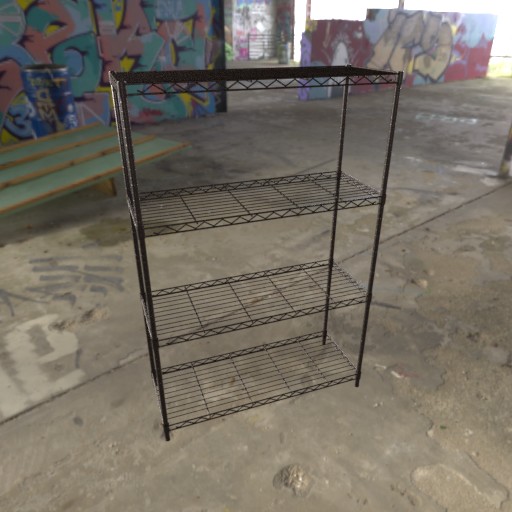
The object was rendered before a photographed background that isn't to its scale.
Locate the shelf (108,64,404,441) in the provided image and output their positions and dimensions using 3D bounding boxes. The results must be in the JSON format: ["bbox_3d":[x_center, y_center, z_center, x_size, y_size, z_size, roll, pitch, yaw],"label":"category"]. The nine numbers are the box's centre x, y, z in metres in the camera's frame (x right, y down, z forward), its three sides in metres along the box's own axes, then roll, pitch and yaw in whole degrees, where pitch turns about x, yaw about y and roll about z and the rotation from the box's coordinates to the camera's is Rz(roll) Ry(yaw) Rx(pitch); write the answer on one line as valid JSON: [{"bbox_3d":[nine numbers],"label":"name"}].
[{"bbox_3d":[0.000,0.000,1.760,0.907,1.361,0.352,-10,29,-18],"label":"shelf"}]
